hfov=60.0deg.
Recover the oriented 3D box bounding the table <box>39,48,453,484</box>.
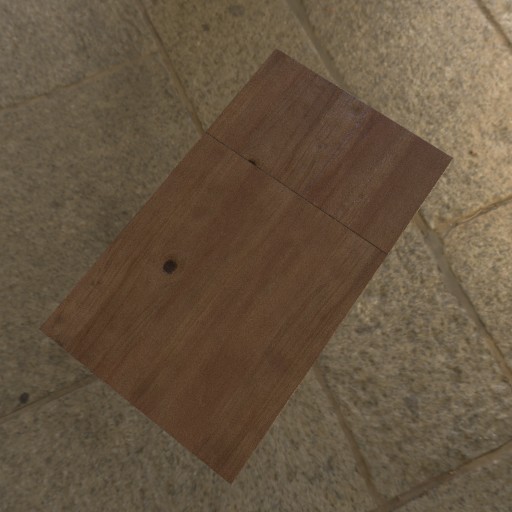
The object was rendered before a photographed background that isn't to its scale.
[{"bbox_3d":[0.000,0.000,1.449,0.655,0.395,1.101,35,78,8],"label":"table"}]
